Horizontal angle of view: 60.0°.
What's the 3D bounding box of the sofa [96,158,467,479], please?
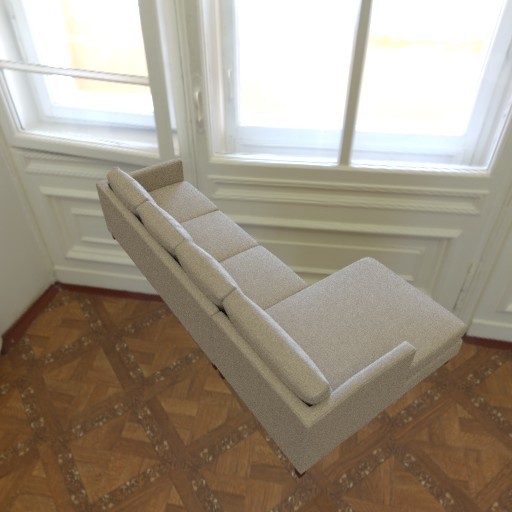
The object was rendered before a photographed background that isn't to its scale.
[{"bbox_3d":[0.000,0.000,3.896,1.625,0.846,3.186,-25,46,-27],"label":"sofa"}]
